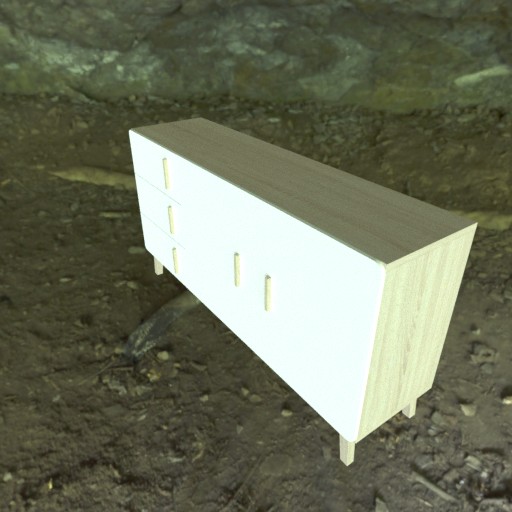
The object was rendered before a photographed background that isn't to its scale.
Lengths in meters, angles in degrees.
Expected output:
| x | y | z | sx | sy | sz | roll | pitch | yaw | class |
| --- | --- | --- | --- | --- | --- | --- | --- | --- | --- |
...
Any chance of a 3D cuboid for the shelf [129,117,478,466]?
| x | y | z | sx | sy | sz | roll | pitch | yaw | class |
| --- | --- | --- | --- | --- | --- | --- | --- | --- | --- |
| 0.000 | 0.000 | 1.814 | 0.400 | 0.780 | 1.490 | -20 | 36 | -31 | shelf |
